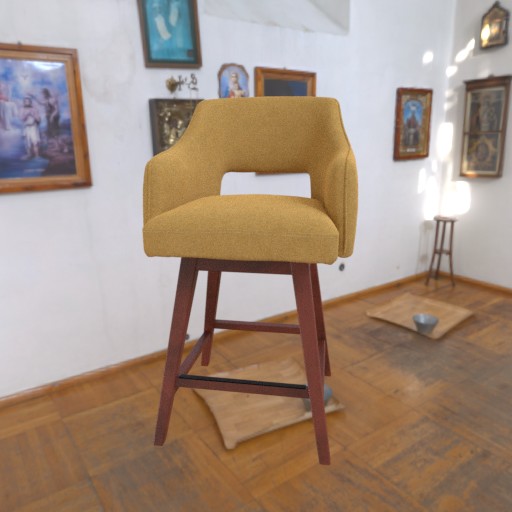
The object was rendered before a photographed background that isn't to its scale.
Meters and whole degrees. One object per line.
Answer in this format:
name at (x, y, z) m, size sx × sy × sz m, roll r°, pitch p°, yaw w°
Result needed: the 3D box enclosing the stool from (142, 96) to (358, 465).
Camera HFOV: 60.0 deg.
stool at (0.000, 0.000, 1.283) m, size 0.548 × 0.924 × 0.558 m, roll 2°, pitch 14°, yaw 9°
